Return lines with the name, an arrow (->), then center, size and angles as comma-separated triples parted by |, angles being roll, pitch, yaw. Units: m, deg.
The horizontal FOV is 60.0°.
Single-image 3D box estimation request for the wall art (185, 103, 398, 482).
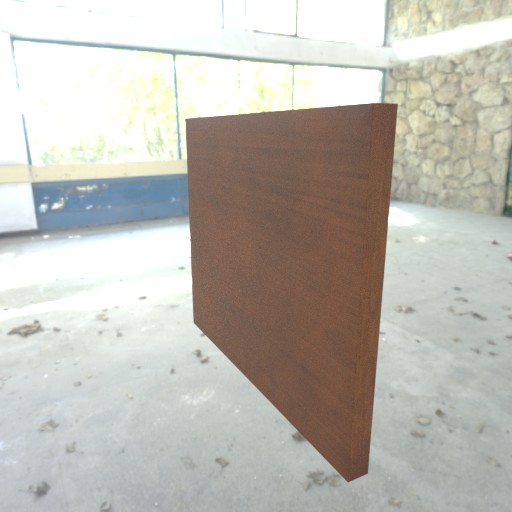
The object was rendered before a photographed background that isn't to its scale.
wall art -> 0.000, 0.000, 0.747 | 0.033, 0.457, 0.558 | -8, 17, -27
